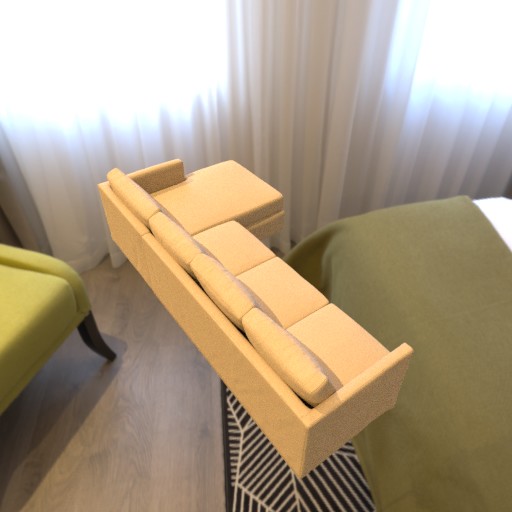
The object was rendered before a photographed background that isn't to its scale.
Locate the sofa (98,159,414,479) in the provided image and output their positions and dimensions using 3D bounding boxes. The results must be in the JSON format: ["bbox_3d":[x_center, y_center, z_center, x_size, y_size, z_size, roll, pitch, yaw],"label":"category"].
[{"bbox_3d":[0.000,0.000,3.961,1.622,0.871,3.206,-26,47,-27],"label":"sofa"}]
